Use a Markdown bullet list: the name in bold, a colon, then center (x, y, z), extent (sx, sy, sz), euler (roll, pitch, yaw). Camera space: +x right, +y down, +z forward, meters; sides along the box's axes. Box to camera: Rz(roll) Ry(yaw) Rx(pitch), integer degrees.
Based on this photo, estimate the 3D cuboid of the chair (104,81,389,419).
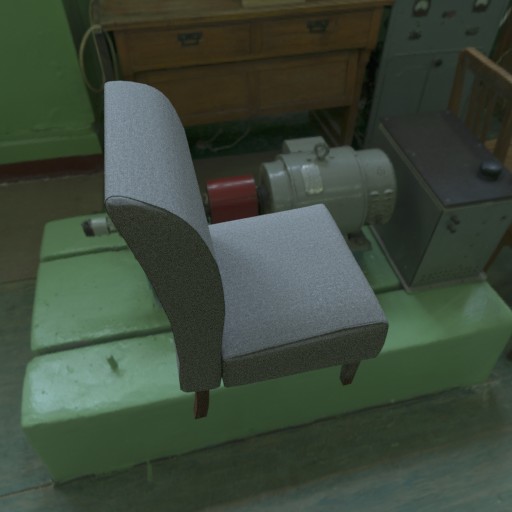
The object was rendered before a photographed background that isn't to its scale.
- **chair**: center (0.000, 0.000, 1.156), extent (0.592, 0.804, 0.513), euler (-11, 47, -10)
